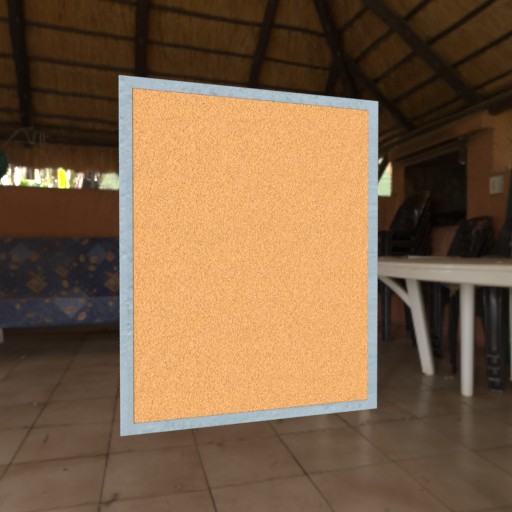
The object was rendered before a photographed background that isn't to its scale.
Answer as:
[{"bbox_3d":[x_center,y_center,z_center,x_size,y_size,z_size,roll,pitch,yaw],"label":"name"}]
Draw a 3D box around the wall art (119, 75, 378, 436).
[{"bbox_3d":[0.000,0.000,0.697,0.409,0.509,0.037,0,1,-16],"label":"wall art"}]
